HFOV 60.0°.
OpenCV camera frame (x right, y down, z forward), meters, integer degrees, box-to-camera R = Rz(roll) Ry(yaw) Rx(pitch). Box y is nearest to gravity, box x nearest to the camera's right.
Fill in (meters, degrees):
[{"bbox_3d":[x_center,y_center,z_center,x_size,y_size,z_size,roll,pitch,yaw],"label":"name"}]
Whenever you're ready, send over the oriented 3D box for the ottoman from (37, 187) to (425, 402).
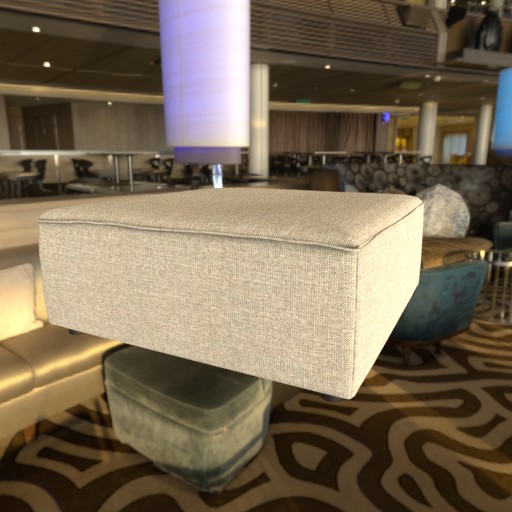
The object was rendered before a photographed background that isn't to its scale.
[{"bbox_3d":[0.000,0.000,1.590,1.017,0.423,1.023,7,15,27],"label":"ottoman"}]
